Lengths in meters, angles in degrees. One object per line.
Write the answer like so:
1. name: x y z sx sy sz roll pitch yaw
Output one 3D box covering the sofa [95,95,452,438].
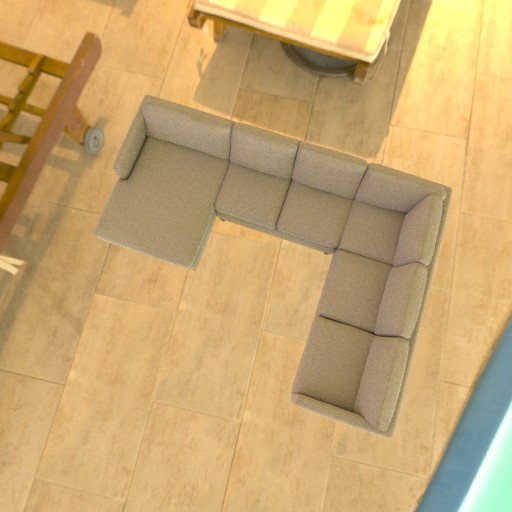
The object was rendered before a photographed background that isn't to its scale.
1. sofa: 0.000 0.000 4.635 3.460 0.959 2.593 18 76 5
